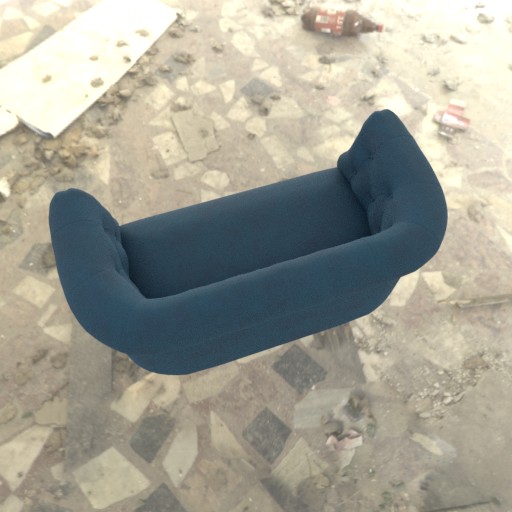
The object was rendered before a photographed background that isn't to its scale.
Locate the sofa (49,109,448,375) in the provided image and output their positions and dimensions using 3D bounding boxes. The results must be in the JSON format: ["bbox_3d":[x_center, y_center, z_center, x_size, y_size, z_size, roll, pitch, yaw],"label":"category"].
[{"bbox_3d":[0.000,0.000,2.037,1.558,0.827,0.835,-17,62,-9],"label":"sofa"}]
